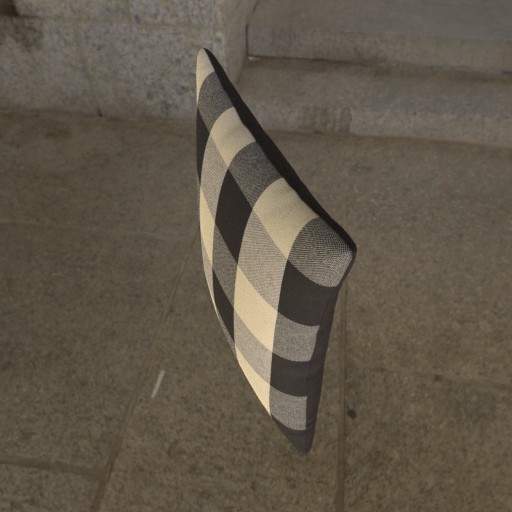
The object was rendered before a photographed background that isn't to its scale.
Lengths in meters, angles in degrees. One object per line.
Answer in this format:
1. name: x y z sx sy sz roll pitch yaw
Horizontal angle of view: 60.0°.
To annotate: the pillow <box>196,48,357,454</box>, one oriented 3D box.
1. pillow: 0.000 0.000 0.756 0.161 0.509 0.511 -15 48 -14
